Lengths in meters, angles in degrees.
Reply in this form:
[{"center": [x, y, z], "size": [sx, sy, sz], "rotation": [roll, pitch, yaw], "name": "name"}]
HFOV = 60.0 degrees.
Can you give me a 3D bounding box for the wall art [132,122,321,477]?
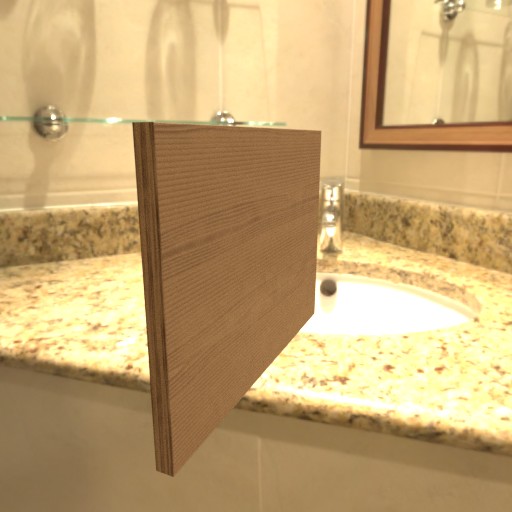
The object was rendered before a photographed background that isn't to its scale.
[{"center": [0.000, 0.000, 1.097], "size": [0.063, 0.609, 0.841], "rotation": [7, 16, 24], "name": "wall art"}]
